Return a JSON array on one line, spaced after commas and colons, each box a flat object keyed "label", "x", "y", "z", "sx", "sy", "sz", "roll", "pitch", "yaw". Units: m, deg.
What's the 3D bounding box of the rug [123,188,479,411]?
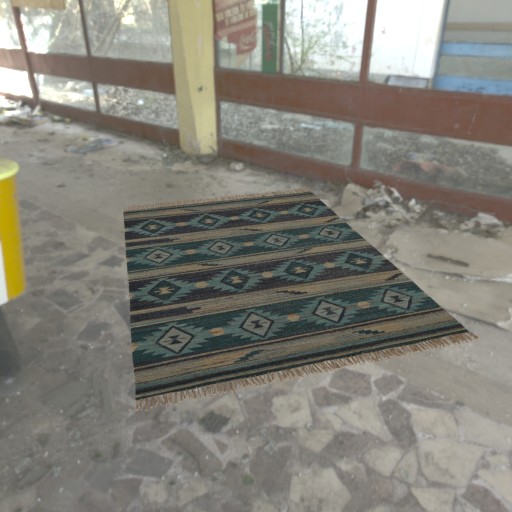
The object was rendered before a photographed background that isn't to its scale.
[{"label": "rug", "x": 0.000, "y": 0.000, "z": 4.279, "sx": 2.418, "sy": 0.047, "sz": 3.307, "roll": -8, "pitch": 30, "yaw": -14}]
